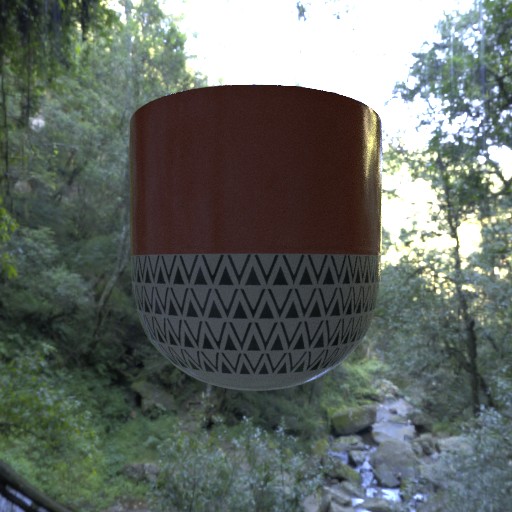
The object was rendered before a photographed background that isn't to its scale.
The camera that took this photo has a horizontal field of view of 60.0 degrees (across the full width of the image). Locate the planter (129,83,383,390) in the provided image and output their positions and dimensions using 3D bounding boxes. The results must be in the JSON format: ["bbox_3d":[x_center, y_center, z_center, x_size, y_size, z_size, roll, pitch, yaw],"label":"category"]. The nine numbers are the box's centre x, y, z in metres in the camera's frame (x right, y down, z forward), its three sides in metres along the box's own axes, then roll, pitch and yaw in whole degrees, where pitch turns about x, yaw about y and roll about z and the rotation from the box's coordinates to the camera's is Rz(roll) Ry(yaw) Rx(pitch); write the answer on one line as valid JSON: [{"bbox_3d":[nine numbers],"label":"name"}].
[{"bbox_3d":[0.000,0.000,0.481,0.266,0.270,0.266,0,-1,0],"label":"planter"}]
